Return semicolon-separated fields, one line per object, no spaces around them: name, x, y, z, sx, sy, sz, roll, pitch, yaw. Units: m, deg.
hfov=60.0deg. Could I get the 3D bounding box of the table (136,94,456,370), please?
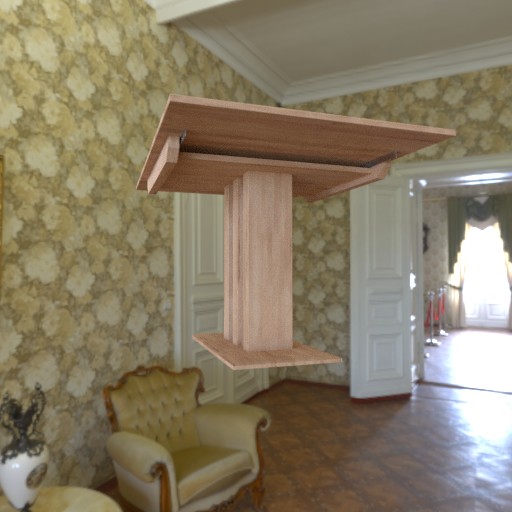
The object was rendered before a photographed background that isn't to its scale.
table;0.000;0.000;1.863;0.900;0.770;1.300;1;-2;-19
